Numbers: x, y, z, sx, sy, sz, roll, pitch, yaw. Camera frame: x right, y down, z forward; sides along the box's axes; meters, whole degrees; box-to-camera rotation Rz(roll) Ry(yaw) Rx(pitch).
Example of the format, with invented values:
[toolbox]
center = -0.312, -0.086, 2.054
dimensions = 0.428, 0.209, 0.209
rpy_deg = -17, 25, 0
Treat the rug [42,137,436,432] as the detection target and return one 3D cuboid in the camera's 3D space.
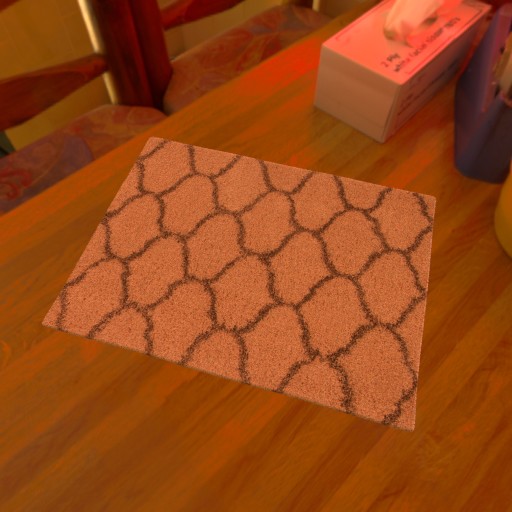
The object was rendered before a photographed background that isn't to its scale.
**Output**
[rug]
center = 0.000, 0.000, 2.116
dimensions = 1.600, 0.025, 1.200
rpy_deg = 14, 59, 8
